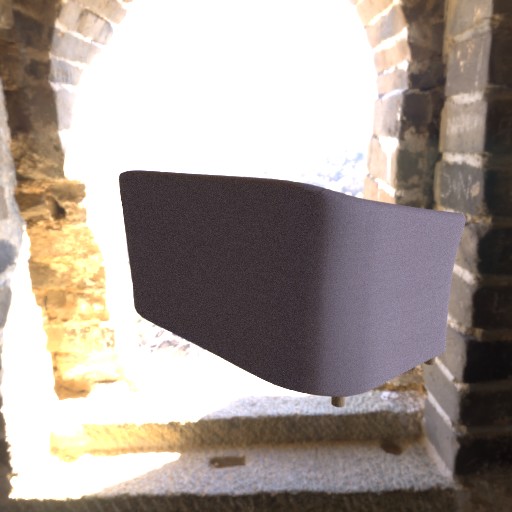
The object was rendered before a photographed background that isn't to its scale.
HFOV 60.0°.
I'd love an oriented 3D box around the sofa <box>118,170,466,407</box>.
[{"bbox_3d":[0.000,0.000,1.902,0.705,0.721,1.452,-13,19,-43],"label":"sofa"}]
